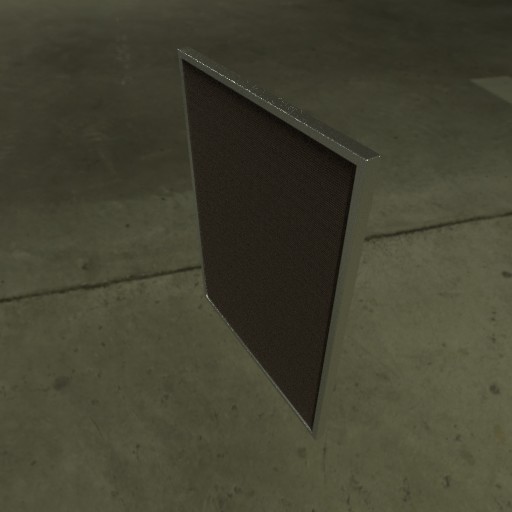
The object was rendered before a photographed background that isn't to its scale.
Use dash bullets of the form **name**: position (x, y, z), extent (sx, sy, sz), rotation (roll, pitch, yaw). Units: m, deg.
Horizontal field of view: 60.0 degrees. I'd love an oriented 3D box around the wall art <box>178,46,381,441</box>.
- **wall art**: position (0.000, 0.000, 1.414), extent (0.037, 1.062, 0.801), rotation (-23, 46, -24)
